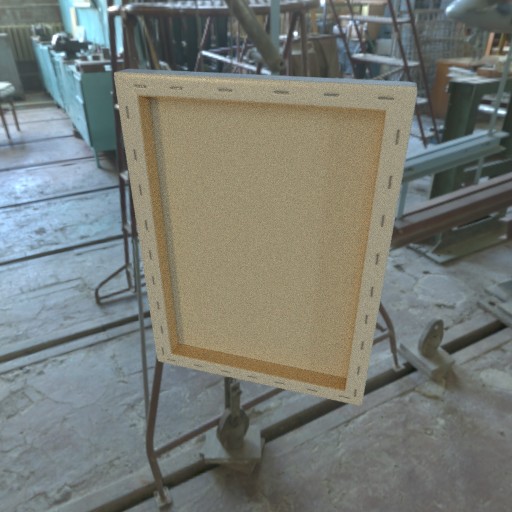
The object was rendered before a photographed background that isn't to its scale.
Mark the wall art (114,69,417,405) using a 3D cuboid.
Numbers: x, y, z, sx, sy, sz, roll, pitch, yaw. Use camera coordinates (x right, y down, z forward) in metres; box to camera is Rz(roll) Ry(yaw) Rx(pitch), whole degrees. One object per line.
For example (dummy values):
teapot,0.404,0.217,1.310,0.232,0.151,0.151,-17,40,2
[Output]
wall art,0.000,0.000,0.808,0.455,0.613,0.037,8,32,14
